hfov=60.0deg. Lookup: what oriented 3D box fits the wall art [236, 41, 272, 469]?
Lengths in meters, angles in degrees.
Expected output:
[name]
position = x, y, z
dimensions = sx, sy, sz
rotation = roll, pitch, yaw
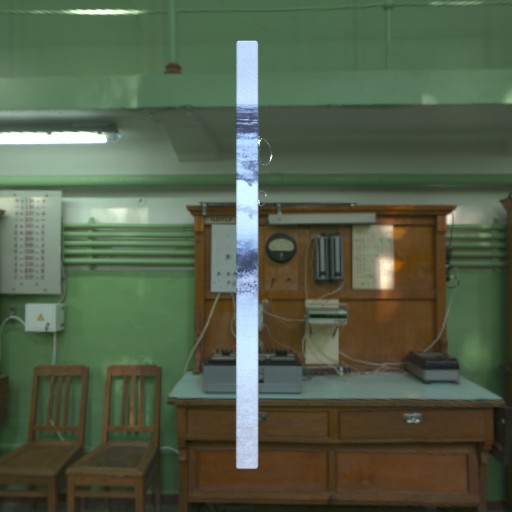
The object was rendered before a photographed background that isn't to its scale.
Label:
[wall art]
position = 0.000, 0.000, 1.147
dimensions = 0.065, 0.747, 0.755
rotation = 0, -1, 0
